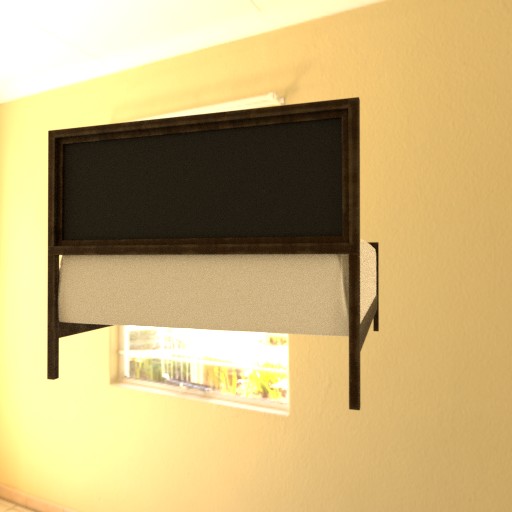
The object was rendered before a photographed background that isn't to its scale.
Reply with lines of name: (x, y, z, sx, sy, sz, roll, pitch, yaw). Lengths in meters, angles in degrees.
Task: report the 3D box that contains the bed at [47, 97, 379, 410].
bed: (0.000, 0.000, 3.154, 1.607, 1.313, 2.221, 0, -1, 17)
